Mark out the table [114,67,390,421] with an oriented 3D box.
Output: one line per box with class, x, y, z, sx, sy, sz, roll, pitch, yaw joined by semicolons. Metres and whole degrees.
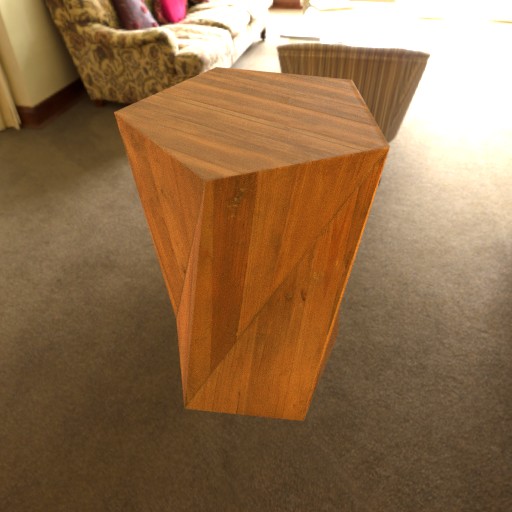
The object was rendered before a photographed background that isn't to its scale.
table;0.000;0.000;0.892;0.441;0.604;0.425;-26;47;-27
